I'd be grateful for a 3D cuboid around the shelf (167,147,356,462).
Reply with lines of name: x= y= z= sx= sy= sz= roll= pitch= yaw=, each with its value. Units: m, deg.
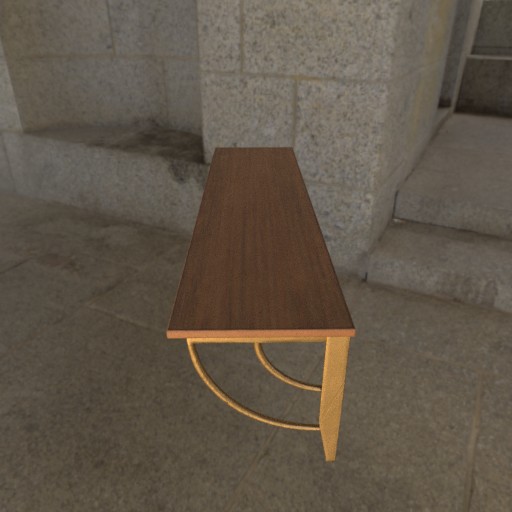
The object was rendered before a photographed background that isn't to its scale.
shelf: x=0.000 y=0.000 z=0.712 sx=0.166 sy=0.190 sz=0.636 roll=0 pitch=28 yaw=-1
